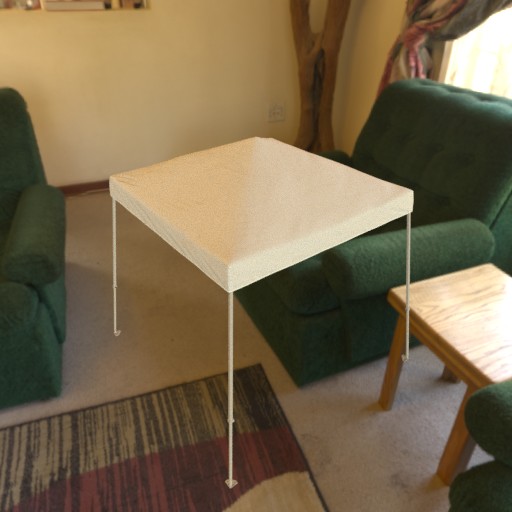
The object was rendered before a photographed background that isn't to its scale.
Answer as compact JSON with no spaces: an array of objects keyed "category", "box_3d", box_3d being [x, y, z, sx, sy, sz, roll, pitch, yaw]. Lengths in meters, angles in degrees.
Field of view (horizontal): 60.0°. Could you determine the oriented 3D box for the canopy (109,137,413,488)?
[{"category":"canopy","box_3d":[0.000,0.000,6.651,3.599,3.600,3.600,-22,38,-31]}]
